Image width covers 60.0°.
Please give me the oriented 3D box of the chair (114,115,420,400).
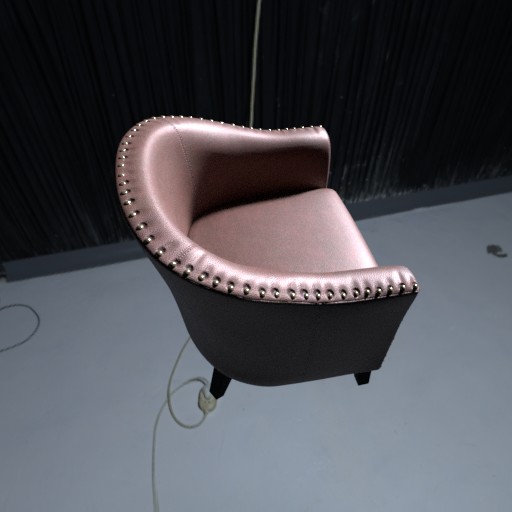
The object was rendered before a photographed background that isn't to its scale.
[{"bbox_3d":[0.000,0.000,1.484,0.748,0.823,0.794,-9,48,-9],"label":"chair"}]
